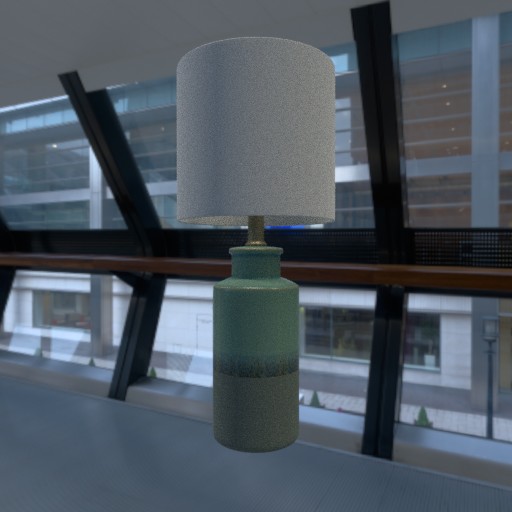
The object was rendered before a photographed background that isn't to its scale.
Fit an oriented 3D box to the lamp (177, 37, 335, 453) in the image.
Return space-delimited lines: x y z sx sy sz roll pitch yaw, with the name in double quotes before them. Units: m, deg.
"lamp" 0.000 0.000 0.604 0.212 0.493 0.212 0 1 -19
